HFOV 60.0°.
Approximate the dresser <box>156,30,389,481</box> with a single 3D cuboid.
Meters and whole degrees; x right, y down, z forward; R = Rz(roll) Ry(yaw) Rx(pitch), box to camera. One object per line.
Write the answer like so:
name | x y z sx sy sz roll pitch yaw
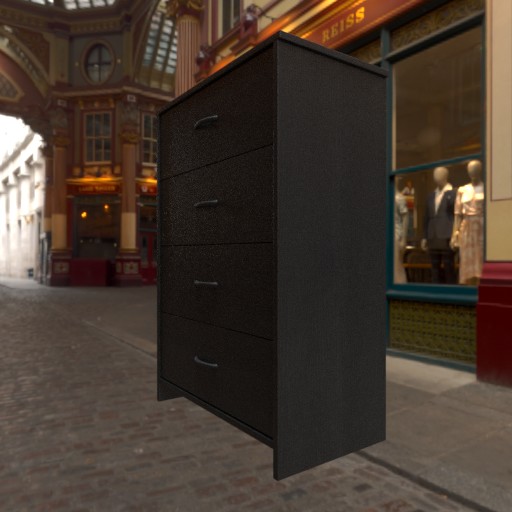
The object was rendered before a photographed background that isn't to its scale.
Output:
dresser | 0.000 0.000 1.388 0.398 1.020 0.700 0 0 -36
